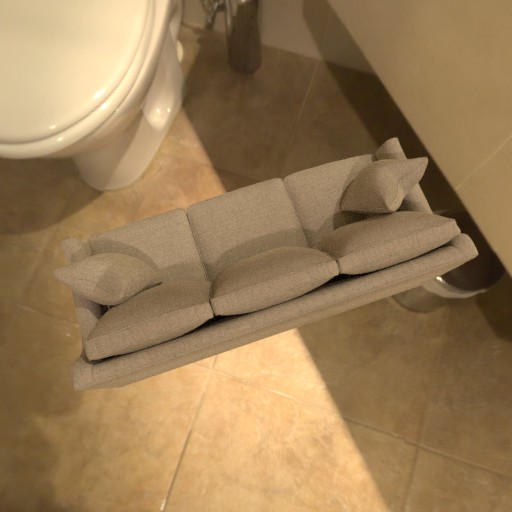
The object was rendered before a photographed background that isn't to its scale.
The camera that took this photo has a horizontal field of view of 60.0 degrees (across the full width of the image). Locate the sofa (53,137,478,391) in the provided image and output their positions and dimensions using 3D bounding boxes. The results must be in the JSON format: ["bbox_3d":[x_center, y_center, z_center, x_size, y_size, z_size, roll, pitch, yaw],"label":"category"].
[{"bbox_3d":[0.000,0.000,2.516,2.031,0.914,0.865,-18,76,-5],"label":"sofa"}]
